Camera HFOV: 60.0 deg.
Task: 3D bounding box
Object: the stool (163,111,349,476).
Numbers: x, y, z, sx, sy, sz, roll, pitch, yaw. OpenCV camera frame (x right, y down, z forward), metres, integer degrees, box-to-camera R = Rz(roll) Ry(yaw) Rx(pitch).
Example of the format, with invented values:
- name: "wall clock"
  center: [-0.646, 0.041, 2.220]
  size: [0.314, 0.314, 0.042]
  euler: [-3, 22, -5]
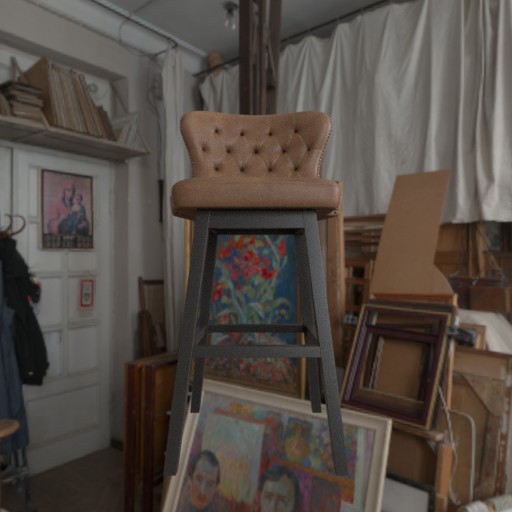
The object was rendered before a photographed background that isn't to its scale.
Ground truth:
- name: "stool"
  center: [0.000, 0.000, 1.358]
  size: [0.528, 1.050, 0.601]
  euler: [0, -1, 0]
